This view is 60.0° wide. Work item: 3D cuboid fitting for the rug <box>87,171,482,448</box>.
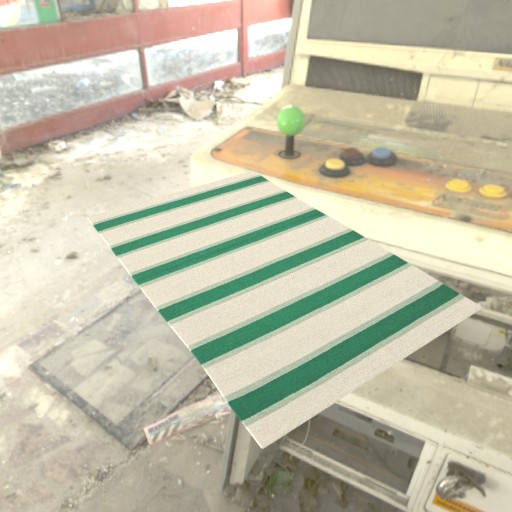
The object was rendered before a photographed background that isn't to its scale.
[{"bbox_3d":[0.000,0.000,2.327,1.210,0.012,1.829,-21,40,-28],"label":"rug"}]
